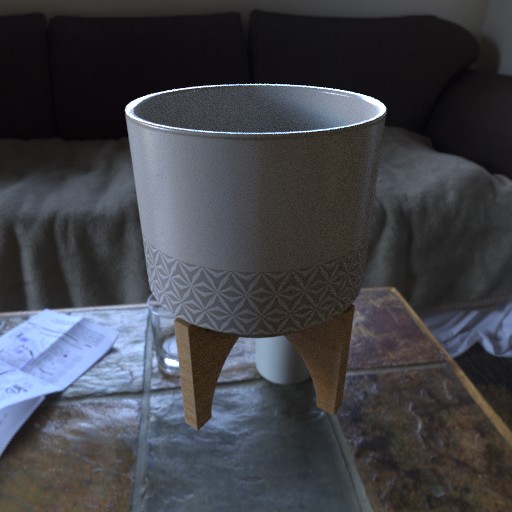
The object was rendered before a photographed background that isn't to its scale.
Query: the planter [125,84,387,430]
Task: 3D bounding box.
[{"bbox_3d":[0.000,0.000,0.517,0.249,0.343,0.249,0,29,0],"label":"planter"}]
